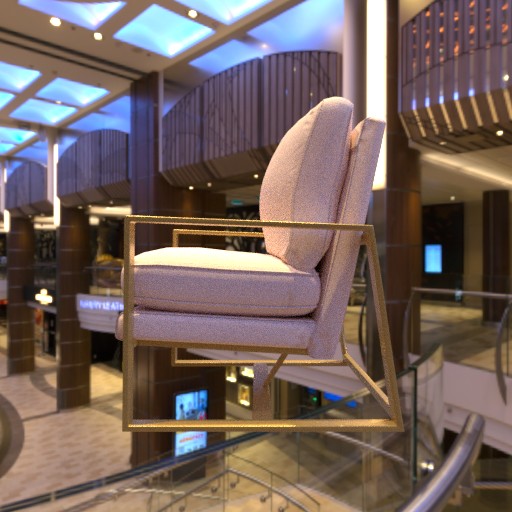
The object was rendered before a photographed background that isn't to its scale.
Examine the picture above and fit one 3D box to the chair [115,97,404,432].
[{"bbox_3d":[0.000,0.000,1.585,0.813,0.956,0.758,0,0,0],"label":"chair"}]
